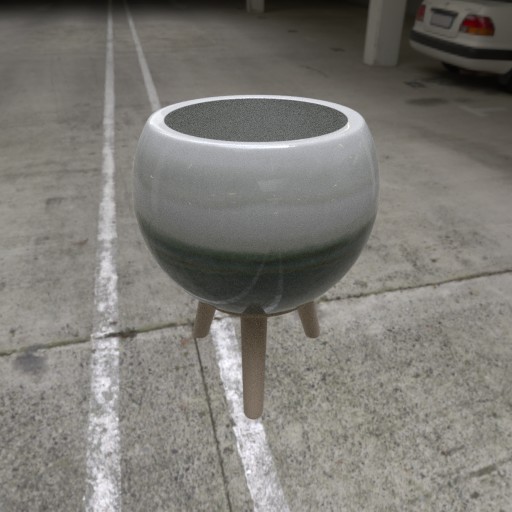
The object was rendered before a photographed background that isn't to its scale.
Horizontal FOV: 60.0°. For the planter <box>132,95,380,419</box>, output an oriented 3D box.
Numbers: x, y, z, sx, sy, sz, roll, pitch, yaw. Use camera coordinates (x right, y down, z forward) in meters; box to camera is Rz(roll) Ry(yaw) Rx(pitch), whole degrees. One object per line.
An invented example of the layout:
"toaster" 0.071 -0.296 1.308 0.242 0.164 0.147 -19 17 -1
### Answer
"planter" 0.000 0.000 0.447 0.222 0.278 0.222 0 30 0
